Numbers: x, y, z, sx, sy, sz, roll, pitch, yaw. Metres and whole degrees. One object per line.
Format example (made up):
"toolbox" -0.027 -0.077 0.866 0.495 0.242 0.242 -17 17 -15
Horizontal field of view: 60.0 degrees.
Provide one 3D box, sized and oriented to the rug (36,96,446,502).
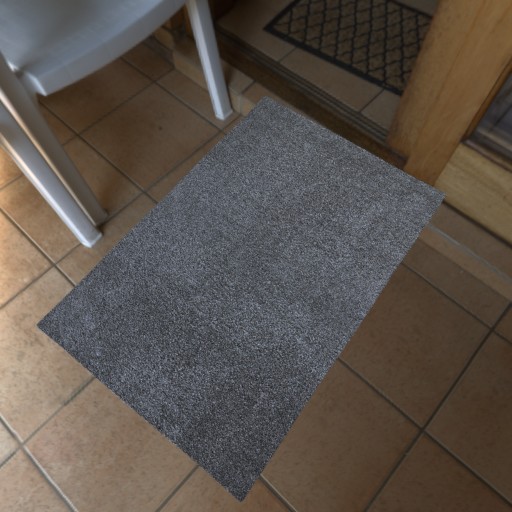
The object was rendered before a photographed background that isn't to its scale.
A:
"rug" 0.000 0.000 3.320 1.802 0.026 2.699 34 69 15
